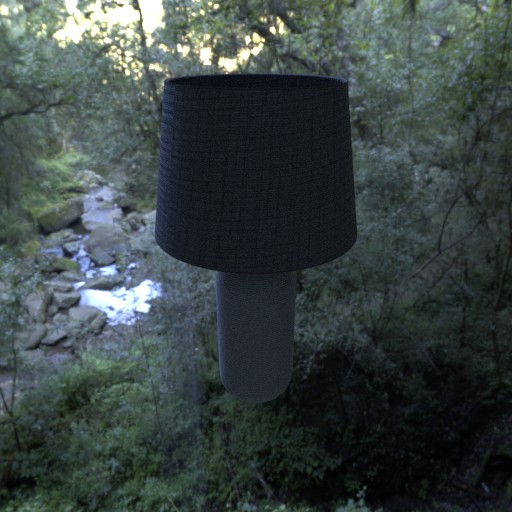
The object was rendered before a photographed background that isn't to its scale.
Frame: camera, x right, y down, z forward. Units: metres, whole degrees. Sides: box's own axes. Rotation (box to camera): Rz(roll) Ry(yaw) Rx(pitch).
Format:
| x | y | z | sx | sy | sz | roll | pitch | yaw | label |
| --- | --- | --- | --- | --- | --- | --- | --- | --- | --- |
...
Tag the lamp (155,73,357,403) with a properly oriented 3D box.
| x | y | z | sx | sy | sz | roll | pitch | yaw | label |
| --- | --- | --- | --- | --- | --- | --- | --- | --- | --- |
| 0.000 | 0.000 | 0.578 | 0.251 | 0.429 | 0.251 | 0 | 26 | 0 | lamp |
